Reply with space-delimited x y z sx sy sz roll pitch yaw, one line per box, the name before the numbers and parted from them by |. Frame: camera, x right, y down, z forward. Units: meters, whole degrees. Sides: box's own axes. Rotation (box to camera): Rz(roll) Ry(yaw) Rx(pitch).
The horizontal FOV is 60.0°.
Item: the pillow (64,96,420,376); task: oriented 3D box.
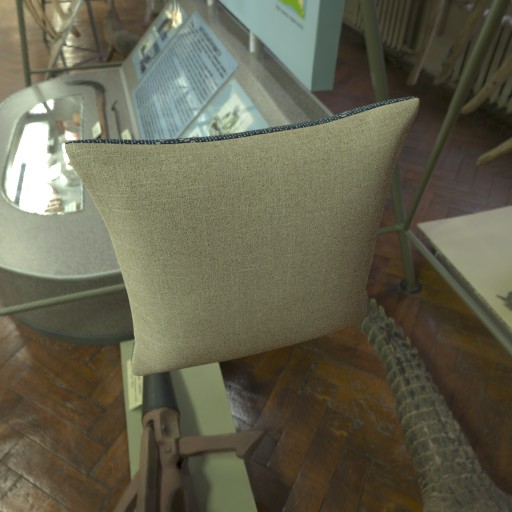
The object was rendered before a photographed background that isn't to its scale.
pillow | 0.000 0.000 0.655 0.435 0.428 0.148 -11 42 -13
